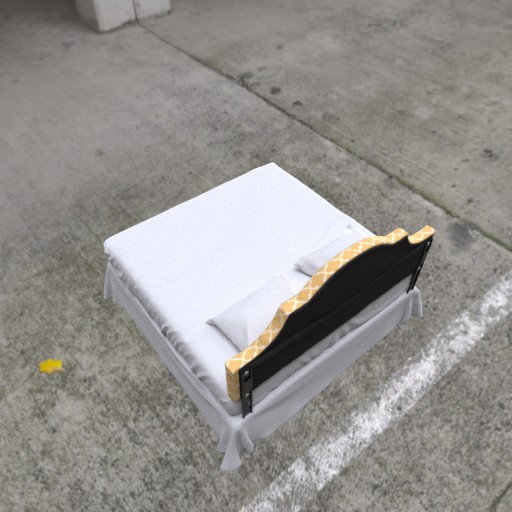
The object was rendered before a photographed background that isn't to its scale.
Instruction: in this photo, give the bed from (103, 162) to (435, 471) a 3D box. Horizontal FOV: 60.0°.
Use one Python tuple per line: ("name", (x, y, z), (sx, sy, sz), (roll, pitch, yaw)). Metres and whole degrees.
("bed", (0.000, 0.000, 3.831), (2.314, 1.601, 2.222), (-30, 53, -26))
